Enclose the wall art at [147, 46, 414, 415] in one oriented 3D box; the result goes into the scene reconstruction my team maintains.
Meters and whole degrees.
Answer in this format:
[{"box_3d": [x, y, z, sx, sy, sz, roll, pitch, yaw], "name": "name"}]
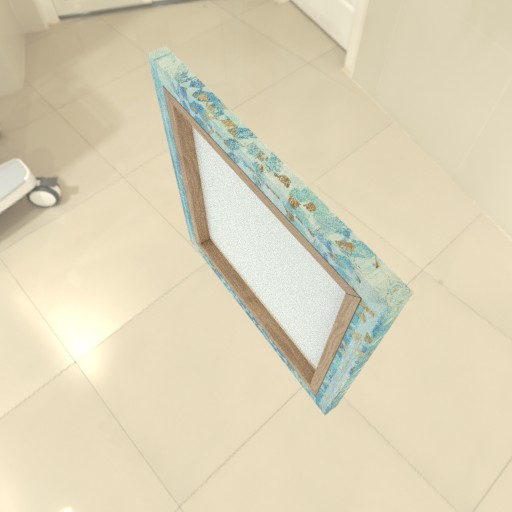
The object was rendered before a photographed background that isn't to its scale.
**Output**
[{"box_3d": [0.000, 0.000, 0.923, 0.040, 0.609, 0.609, -31, 64, -18], "name": "wall art"}]
